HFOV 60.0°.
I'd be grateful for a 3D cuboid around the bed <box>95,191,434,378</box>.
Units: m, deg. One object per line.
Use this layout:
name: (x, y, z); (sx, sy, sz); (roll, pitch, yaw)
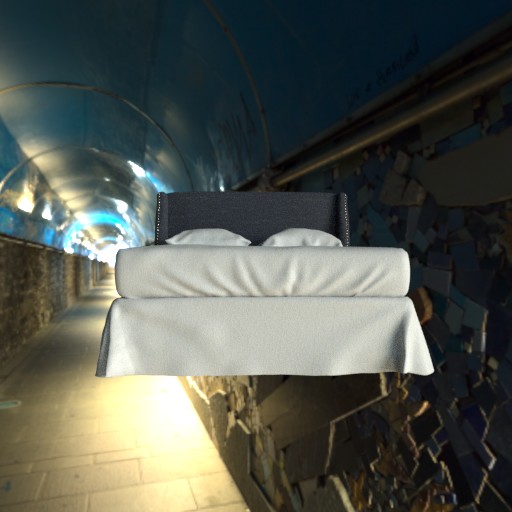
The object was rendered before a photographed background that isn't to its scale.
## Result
bed: (0.000, 0.000, 3.438); (1.925, 1.332, 2.276); (0, -1, -2)
